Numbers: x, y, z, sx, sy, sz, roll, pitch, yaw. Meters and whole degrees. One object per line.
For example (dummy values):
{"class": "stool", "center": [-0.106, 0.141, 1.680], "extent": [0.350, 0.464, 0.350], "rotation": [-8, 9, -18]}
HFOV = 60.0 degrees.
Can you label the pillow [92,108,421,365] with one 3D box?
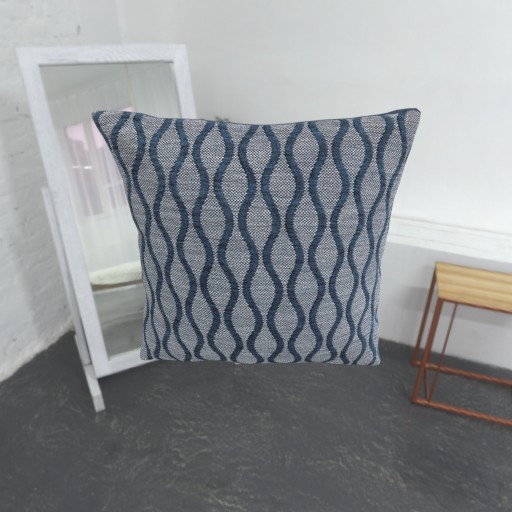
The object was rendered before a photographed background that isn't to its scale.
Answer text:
{"class": "pillow", "center": [0.000, 0.000, 0.678], "extent": [0.435, 0.435, 0.159], "rotation": [0, 29, 1]}
